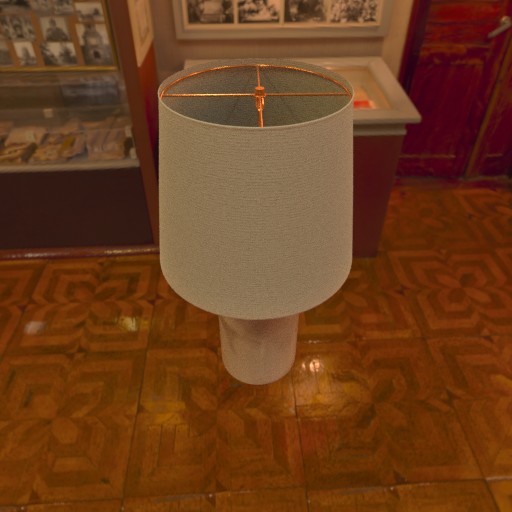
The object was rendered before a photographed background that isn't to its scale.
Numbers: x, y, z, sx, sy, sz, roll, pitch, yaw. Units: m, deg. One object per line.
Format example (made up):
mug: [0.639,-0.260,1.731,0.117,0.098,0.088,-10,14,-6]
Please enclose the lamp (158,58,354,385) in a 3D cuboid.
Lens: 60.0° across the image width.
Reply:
lamp: [0.000,0.000,0.450,0.189,0.340,0.189,0,40,0]
